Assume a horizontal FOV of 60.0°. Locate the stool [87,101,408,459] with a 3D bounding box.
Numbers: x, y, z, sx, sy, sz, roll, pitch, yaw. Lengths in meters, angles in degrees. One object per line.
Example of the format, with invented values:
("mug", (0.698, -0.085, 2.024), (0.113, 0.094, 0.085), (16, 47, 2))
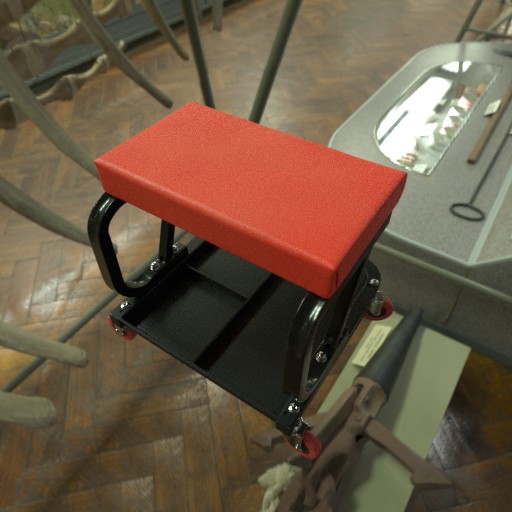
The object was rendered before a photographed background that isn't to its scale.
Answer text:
("stool", (0.000, 0.000, 0.735), (0.446, 0.380, 0.371), (25, 51, 23))
